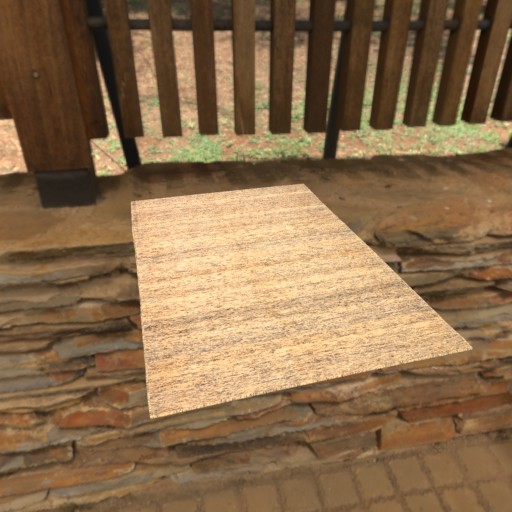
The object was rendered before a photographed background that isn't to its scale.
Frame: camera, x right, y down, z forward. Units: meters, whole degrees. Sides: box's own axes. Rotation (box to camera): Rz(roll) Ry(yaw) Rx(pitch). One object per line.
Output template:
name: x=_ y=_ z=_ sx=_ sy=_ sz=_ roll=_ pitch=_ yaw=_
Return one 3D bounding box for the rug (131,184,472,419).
rug: x=0.000 y=0.000 z=2.347 sx=1.243 sy=0.014 sz=1.846 roll=-8 pitch=31 yaw=-13
